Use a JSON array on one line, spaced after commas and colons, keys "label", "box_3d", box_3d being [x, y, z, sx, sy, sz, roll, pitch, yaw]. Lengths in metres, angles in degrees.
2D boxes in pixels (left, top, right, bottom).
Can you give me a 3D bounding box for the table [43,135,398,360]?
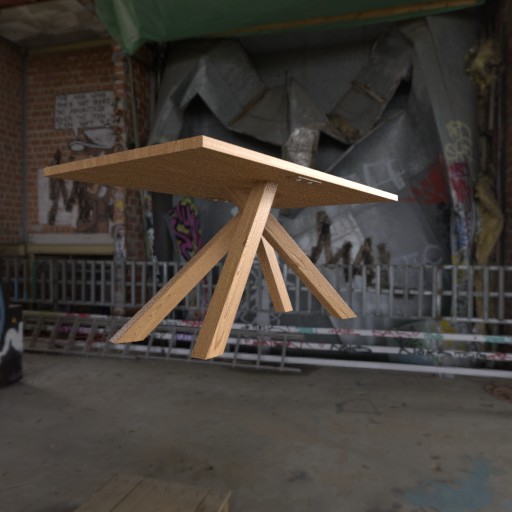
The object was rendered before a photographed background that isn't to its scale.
[{"label": "table", "box_3d": [0.000, 0.000, 2.324, 0.901, 0.750, 1.797, 1, 1, 36]}]
